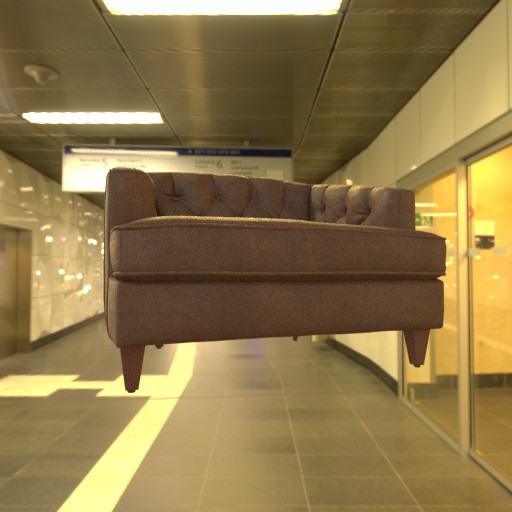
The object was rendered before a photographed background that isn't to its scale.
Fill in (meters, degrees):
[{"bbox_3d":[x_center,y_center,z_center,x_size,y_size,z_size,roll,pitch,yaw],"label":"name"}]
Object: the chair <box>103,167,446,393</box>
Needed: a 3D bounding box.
[{"bbox_3d":[0.000,0.000,1.717,1.118,0.787,0.914,1,-2,-19],"label":"chair"}]
